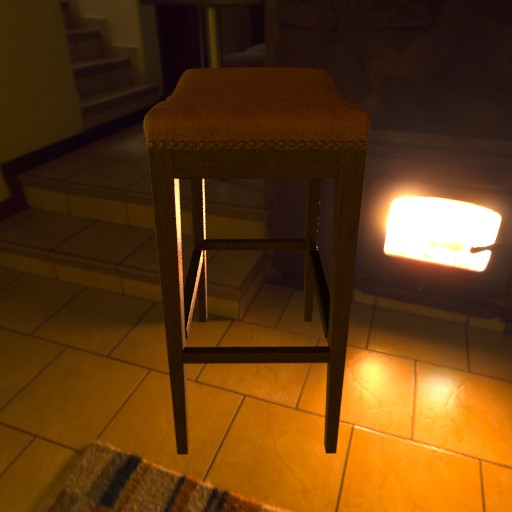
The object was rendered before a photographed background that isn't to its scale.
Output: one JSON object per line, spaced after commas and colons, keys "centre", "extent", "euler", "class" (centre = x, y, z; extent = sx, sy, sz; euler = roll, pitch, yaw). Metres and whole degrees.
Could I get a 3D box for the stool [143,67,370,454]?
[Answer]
{"centre": [0.000, 0.000, 1.031], "extent": [0.361, 0.759, 0.500], "euler": [0, 30, 0], "class": "stool"}
